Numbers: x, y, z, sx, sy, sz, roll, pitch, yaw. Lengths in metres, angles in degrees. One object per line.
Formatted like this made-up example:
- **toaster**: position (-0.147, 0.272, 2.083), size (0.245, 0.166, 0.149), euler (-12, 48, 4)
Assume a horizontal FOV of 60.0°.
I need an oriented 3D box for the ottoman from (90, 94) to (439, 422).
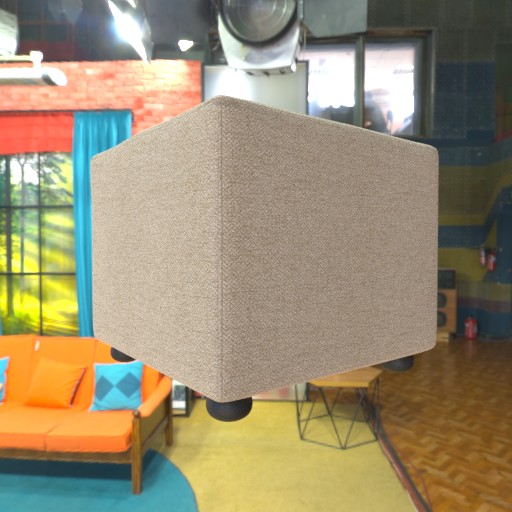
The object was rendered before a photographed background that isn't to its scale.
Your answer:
- **ottoman**: position (0.000, 0.000, 0.874), size (0.508, 0.432, 0.508), euler (-1, 2, -37)
